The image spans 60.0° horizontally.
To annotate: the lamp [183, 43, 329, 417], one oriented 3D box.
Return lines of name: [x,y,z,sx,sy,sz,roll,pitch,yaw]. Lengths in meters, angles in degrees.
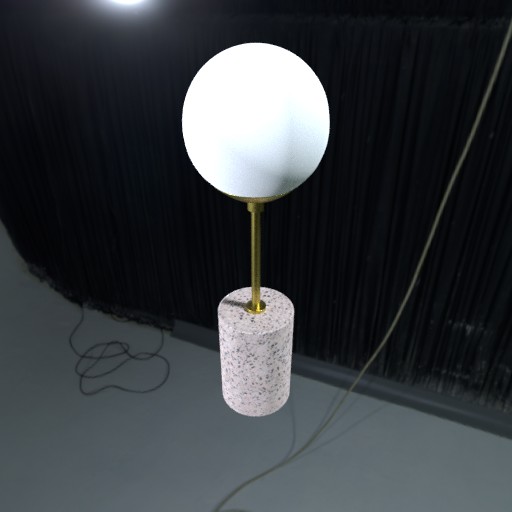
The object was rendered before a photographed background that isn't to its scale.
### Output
lamp: [0.000,0.000,0.553,0.153,0.480,0.153,0,32,0]
